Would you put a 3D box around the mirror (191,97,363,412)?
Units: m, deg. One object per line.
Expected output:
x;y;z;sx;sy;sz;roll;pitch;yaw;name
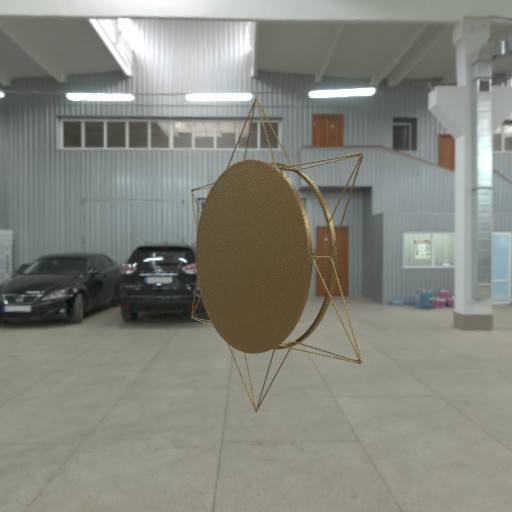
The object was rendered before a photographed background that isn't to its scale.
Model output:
0.000;0.000;0.818;0.062;0.581;0.498;-1;1;-37;mirror
